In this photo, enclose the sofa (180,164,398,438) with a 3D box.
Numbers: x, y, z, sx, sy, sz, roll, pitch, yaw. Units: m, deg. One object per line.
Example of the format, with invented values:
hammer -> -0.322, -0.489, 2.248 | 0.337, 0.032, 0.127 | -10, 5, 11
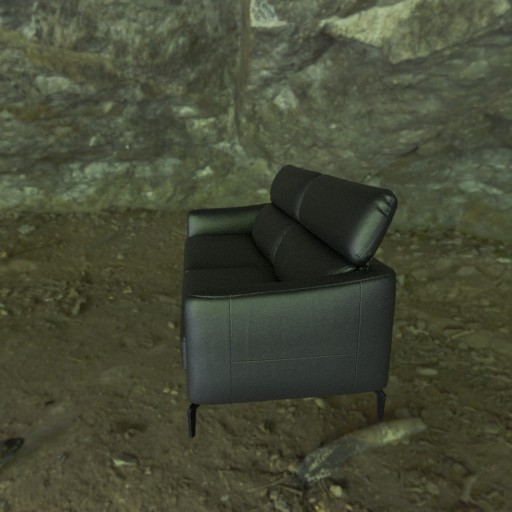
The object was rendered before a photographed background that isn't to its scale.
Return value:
sofa -> 0.000, 0.000, 2.605 | 0.856, 0.957, 2.069 | -2, 15, -8
